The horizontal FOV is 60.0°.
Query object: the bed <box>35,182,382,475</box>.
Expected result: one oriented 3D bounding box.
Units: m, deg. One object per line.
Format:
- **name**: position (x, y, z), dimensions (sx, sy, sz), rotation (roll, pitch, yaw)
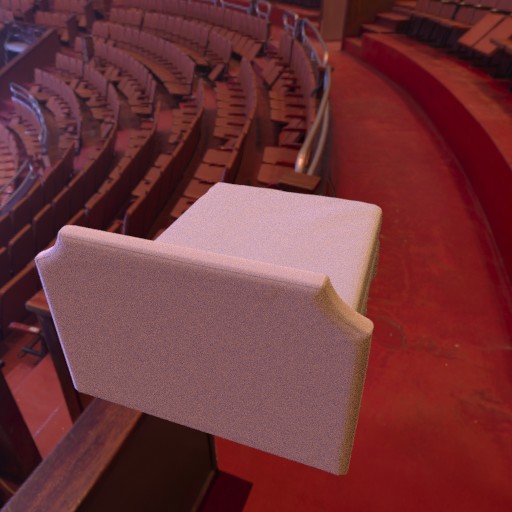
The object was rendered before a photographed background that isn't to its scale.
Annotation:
- **bed**: position (0.000, 0.000, 3.229), dimensions (1.828, 1.297, 2.164), rotation (11, 34, 16)
